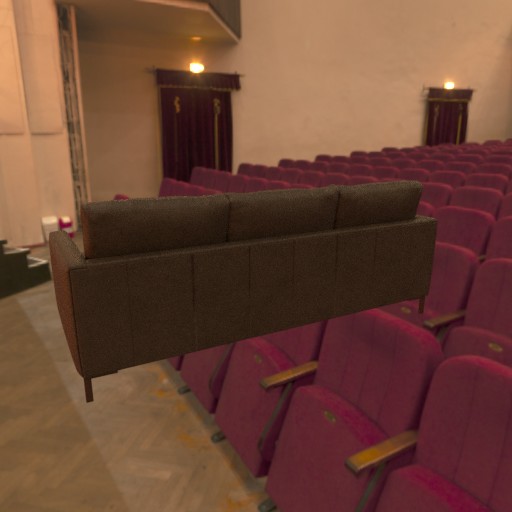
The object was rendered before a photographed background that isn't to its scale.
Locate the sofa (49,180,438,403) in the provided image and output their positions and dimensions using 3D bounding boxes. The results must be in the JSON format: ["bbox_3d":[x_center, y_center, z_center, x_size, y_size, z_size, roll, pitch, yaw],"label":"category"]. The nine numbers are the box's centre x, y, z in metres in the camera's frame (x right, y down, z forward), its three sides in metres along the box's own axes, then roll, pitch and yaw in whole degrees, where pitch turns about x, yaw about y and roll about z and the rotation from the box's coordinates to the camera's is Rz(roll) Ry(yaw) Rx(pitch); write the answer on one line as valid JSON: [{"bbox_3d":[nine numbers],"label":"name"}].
[{"bbox_3d":[0.000,0.000,2.441,2.029,0.805,0.748,-8,17,-28],"label":"sofa"}]
